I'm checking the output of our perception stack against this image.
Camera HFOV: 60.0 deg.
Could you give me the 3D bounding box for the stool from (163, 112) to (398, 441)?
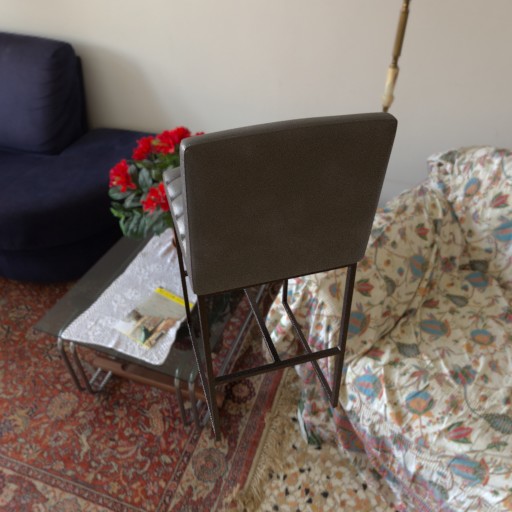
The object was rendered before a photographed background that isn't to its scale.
[{"bbox_3d":[0.000,0.000,1.369,0.463,1.065,0.562,-11,41,-13],"label":"stool"}]
